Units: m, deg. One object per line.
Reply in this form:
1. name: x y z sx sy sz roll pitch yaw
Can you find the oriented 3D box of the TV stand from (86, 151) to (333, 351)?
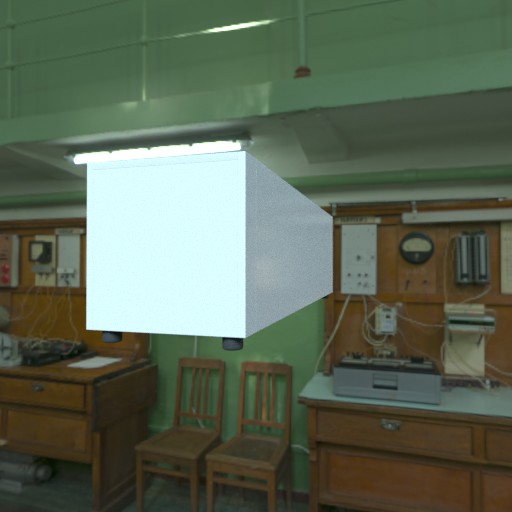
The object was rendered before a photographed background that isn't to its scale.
1. TV stand: 0.000 0.000 1.744 0.410 0.440 1.500 0 -1 17
